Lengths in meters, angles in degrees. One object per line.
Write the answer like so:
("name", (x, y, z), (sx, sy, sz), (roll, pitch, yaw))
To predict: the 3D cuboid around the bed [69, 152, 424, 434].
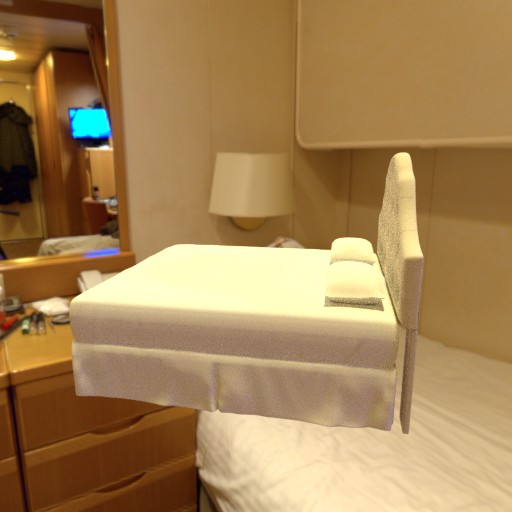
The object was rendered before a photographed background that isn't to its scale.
("bed", (0.000, 0.000, 3.562), (2.214, 1.615, 2.008), (3, 13, 11))
